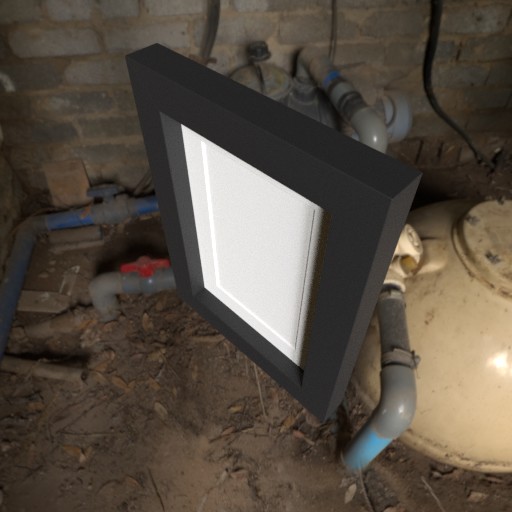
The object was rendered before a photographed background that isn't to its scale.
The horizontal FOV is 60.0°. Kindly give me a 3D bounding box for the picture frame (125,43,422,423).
[{"bbox_3d":[0.000,0.000,0.274,0.157,0.208,0.028,36,58,27],"label":"picture frame"}]
